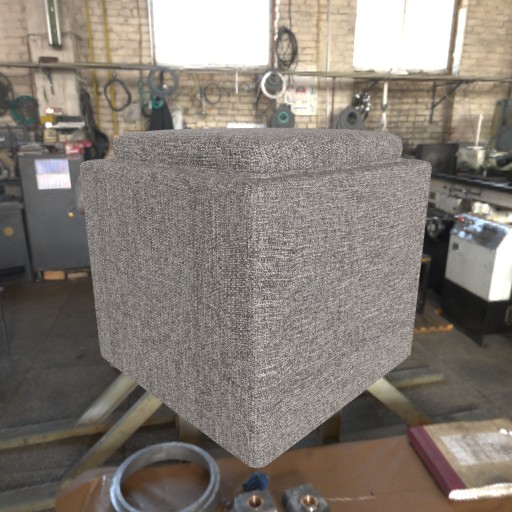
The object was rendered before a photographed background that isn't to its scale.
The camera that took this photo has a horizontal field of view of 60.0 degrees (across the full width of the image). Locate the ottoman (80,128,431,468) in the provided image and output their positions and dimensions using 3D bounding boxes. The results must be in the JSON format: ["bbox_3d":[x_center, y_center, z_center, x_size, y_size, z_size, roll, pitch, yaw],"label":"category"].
[{"bbox_3d":[0.000,0.000,0.831,0.450,0.460,0.450,16,23,42],"label":"ottoman"}]
